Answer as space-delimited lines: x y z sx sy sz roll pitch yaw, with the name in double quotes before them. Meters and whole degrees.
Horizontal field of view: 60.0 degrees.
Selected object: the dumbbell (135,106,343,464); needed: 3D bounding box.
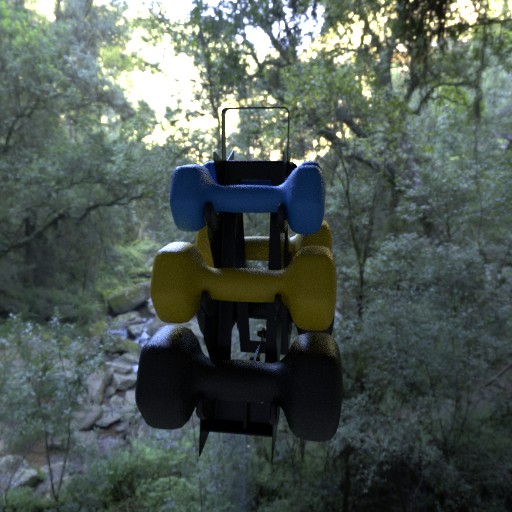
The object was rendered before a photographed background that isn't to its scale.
"dumbbell" 0.000 0.000 0.670 0.255 0.426 0.409 2 14 8
